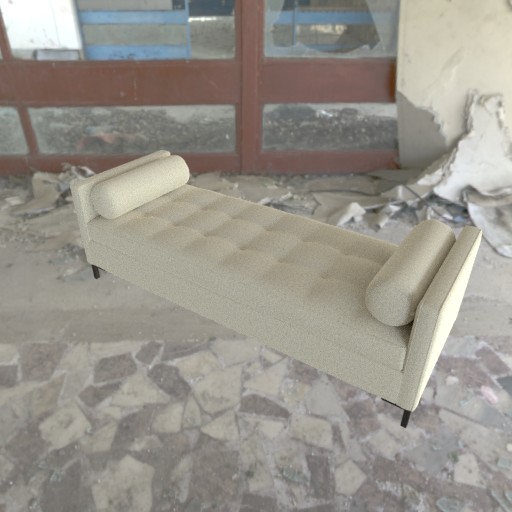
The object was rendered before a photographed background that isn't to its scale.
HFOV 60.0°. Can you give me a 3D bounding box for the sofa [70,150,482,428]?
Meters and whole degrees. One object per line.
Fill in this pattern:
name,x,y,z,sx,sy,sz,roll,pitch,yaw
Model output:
sofa,0.000,0.000,2.356,1.985,0.641,0.746,19,37,28
